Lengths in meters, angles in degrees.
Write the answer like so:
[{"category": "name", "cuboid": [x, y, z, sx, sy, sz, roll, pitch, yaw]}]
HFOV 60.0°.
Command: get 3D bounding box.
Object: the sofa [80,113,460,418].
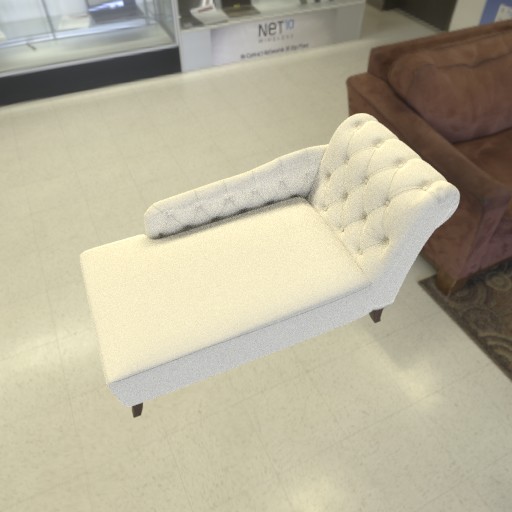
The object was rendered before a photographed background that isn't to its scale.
[{"category": "sofa", "cuboid": [0.000, 0.000, 1.863, 1.379, 0.787, 0.675, -17, 50, -15]}]
